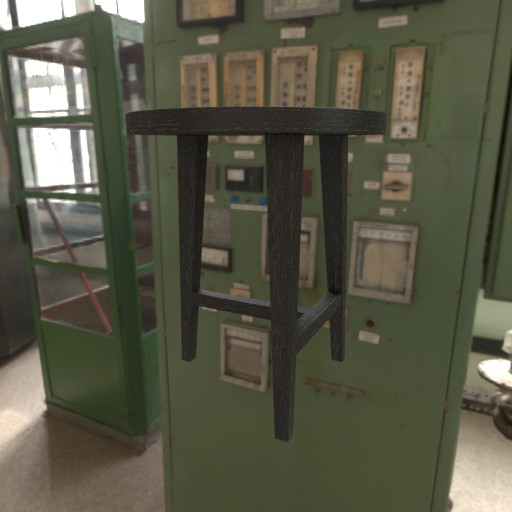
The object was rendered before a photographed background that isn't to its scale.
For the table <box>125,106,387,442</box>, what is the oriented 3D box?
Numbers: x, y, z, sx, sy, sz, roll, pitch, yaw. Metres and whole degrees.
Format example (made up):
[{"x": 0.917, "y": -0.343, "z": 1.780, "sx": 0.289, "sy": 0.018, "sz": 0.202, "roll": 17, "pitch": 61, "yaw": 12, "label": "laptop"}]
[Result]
[{"x": 0.000, "y": 0.000, "z": 0.760, "sx": 0.399, "sy": 0.460, "sz": 0.399, "roll": 0, "pitch": 15, "yaw": 0, "label": "table"}]
